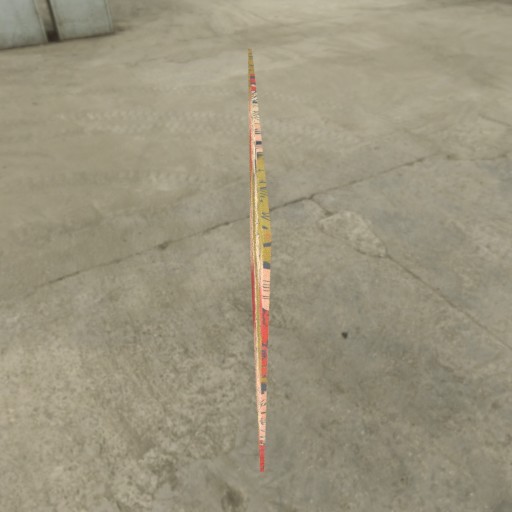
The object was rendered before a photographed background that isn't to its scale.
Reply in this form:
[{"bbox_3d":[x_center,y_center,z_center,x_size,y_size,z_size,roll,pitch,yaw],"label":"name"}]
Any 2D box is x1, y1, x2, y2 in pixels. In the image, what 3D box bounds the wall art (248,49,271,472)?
[{"bbox_3d":[0.000,0.000,1.345,0.013,0.913,0.904,-2,42,-2],"label":"wall art"}]
